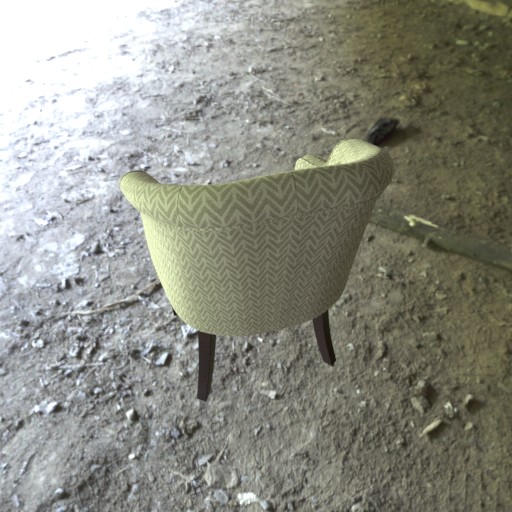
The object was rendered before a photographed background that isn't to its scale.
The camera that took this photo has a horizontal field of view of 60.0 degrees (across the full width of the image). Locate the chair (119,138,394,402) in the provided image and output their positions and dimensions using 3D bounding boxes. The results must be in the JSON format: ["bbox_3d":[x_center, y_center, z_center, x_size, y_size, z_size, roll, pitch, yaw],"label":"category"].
[{"bbox_3d":[0.000,0.000,1.336,0.686,0.858,0.613,-12,42,-13],"label":"chair"}]
